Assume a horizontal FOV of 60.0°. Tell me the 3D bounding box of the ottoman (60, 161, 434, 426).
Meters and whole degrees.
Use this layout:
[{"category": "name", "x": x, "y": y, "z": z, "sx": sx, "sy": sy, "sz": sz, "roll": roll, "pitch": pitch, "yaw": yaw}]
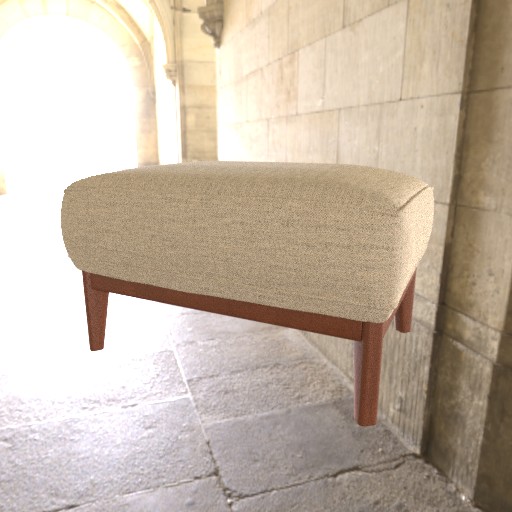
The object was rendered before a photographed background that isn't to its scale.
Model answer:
[{"category": "ottoman", "x": 0.000, "y": 0.000, "z": 1.134, "sx": 0.794, "sy": 0.465, "sz": 0.594, "roll": 7, "pitch": 16, "yaw": 25}]
